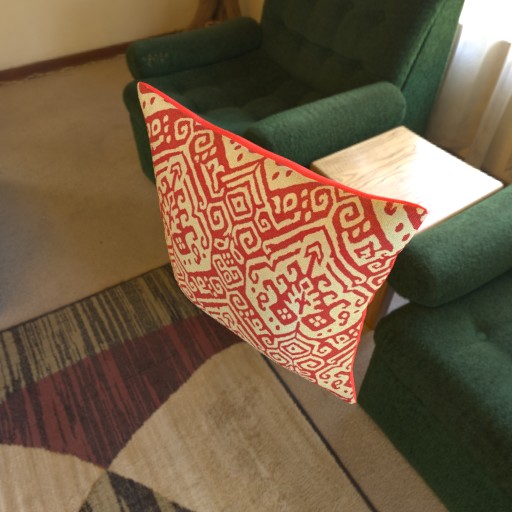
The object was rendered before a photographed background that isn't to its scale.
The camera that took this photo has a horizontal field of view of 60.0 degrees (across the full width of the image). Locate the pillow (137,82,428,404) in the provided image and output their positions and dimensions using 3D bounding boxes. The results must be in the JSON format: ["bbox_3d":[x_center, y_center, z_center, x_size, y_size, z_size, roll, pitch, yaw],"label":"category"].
[{"bbox_3d":[0.000,0.000,0.810,0.522,0.507,0.192,31,54,26],"label":"pillow"}]
